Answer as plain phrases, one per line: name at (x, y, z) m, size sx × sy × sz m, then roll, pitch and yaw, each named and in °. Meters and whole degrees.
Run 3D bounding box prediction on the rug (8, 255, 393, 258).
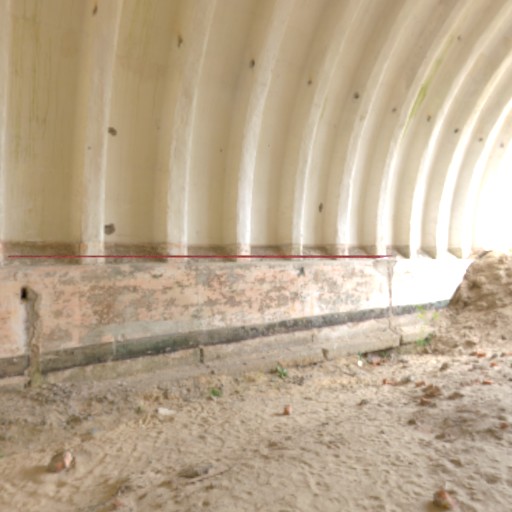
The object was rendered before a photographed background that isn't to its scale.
rug at (0.000, 0.000, 4.140) m, size 2.389 × 0.011 × 3.306 m, roll 0°, pitch 0°, yaw 18°
